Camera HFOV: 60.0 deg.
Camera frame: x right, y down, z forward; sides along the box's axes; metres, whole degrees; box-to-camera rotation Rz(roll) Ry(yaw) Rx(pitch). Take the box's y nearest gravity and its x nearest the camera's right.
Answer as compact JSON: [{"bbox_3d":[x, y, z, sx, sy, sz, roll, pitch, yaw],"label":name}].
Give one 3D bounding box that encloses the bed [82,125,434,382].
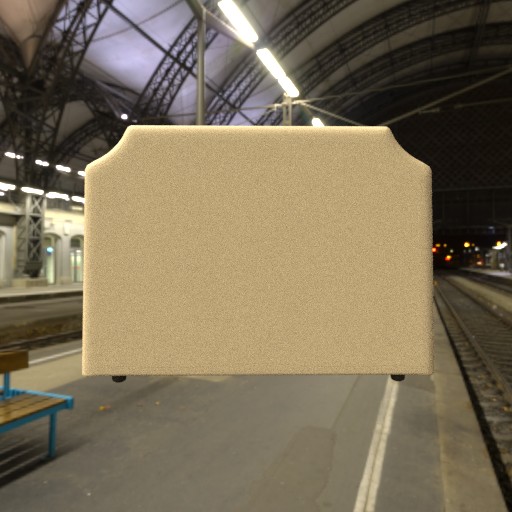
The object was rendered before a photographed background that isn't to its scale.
[{"bbox_3d":[0.000,0.000,3.857,2.134,1.524,2.548,0,-1,-1],"label":"bed"}]
